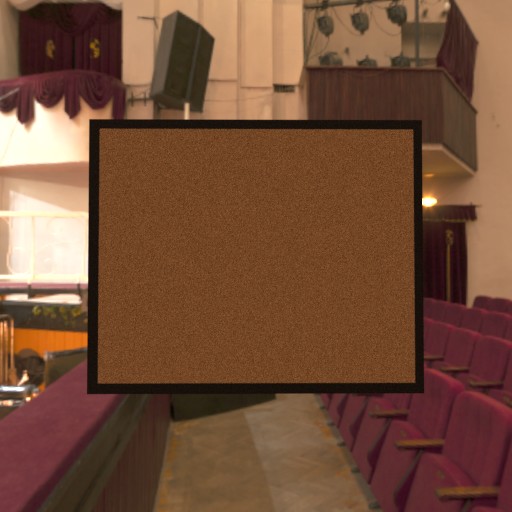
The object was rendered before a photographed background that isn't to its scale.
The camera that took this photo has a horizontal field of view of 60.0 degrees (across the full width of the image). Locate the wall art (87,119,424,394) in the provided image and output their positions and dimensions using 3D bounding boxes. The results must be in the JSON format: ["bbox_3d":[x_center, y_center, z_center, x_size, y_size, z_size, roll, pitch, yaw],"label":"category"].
[{"bbox_3d":[0.000,0.000,0.539,0.397,0.325,0.028,0,-1,0],"label":"wall art"}]
